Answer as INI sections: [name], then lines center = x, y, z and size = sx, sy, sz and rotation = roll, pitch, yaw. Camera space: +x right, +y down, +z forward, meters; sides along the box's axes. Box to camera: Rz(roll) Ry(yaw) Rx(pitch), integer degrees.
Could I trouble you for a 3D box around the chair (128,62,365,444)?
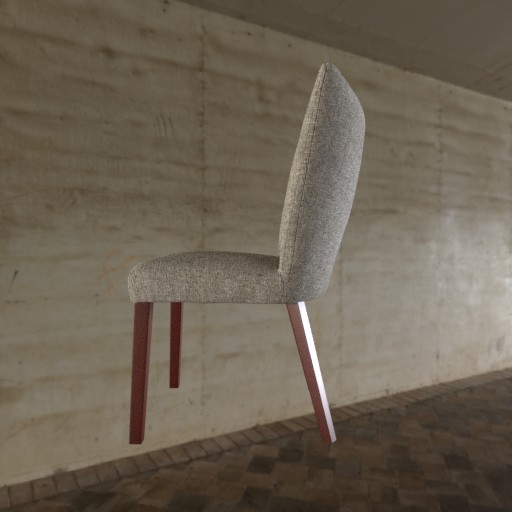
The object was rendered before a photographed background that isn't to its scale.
[chair]
center = 0.000, 0.000, 1.312
size = 0.623, 0.924, 0.535
rotation = 0, 1, 2
